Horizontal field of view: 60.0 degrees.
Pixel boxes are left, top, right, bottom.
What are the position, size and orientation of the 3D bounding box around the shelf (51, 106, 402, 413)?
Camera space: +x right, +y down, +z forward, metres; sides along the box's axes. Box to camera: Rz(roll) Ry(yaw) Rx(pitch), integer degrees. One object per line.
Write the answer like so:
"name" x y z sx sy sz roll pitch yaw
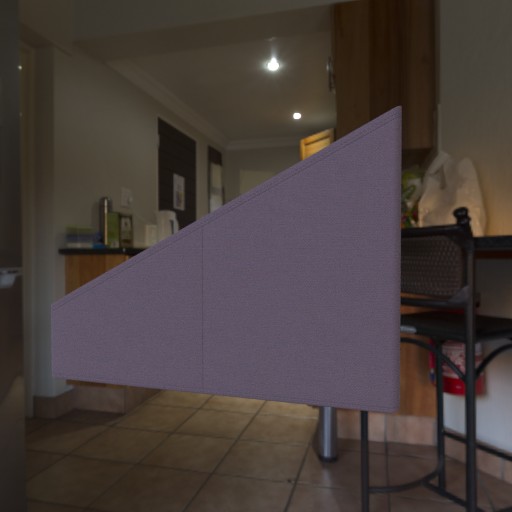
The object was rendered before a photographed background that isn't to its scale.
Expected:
"shelf" 0.000 0.000 0.478 0.292 0.210 0.292 0 1 17
